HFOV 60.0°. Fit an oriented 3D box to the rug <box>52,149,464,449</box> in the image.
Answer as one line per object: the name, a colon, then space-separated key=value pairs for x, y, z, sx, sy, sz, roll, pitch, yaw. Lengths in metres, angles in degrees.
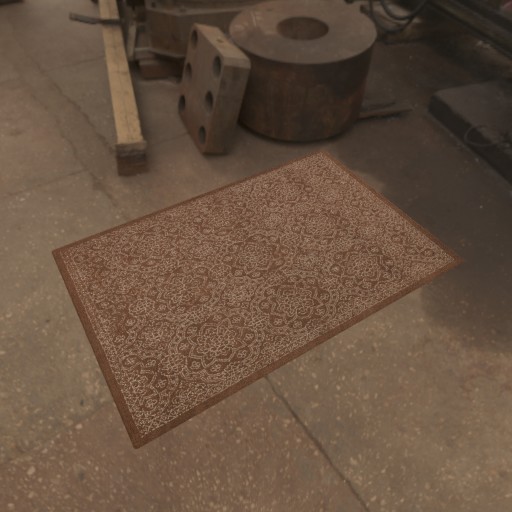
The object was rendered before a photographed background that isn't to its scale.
rug: x=0.000 y=0.000 z=2.351 sx=1.829 sy=0.010 sz=1.219 roll=-24 pitch=52 yaw=-21
